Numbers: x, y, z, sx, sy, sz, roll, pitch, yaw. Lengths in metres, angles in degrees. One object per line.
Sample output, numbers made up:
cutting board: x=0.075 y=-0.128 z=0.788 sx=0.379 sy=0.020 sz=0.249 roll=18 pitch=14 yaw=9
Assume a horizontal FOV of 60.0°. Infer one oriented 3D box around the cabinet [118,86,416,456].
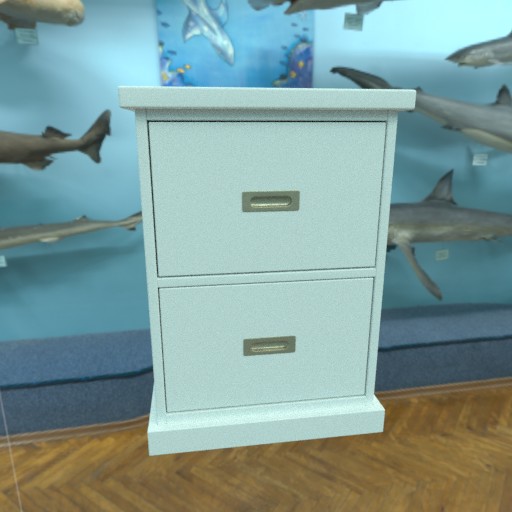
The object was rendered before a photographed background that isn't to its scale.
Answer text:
cabinet: x=0.000 y=0.000 z=1.063 sx=0.520 sy=0.723 sz=0.431 roll=-2 pitch=16 yaw=-8
